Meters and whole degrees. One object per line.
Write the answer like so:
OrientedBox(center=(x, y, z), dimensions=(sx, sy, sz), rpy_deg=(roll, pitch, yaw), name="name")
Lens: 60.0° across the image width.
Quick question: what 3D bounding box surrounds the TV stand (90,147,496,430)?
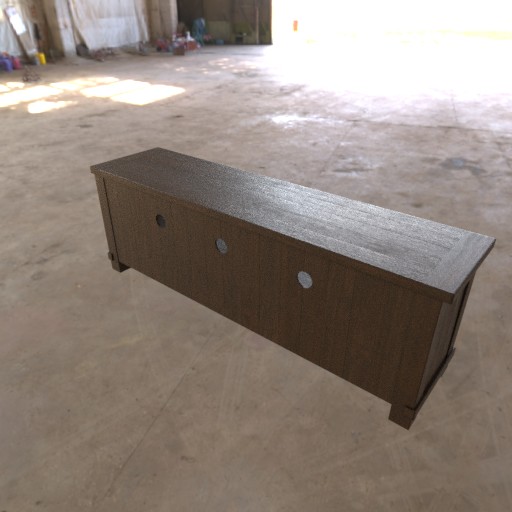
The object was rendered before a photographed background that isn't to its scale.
OrientedBox(center=(0.000, 0.000, 2.108), dimensions=(1.866, 0.615, 0.471), rpy_deg=(22, 36, 33), name="TV stand")
